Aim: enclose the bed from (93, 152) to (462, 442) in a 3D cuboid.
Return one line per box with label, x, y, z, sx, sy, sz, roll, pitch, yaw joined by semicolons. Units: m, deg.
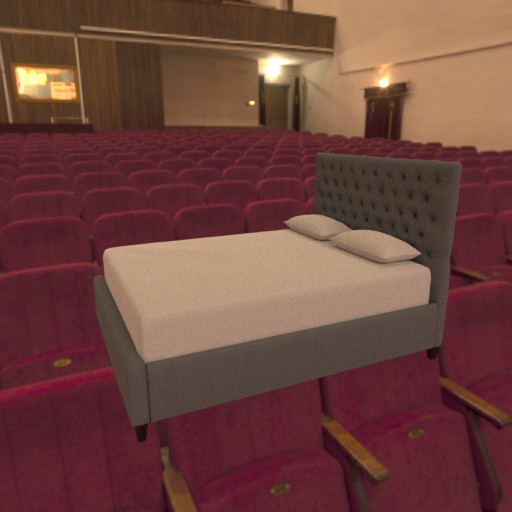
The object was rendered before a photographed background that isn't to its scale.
bed;0.000;0.000;3.351;2.231;1.427;1.698;-7;17;-24
